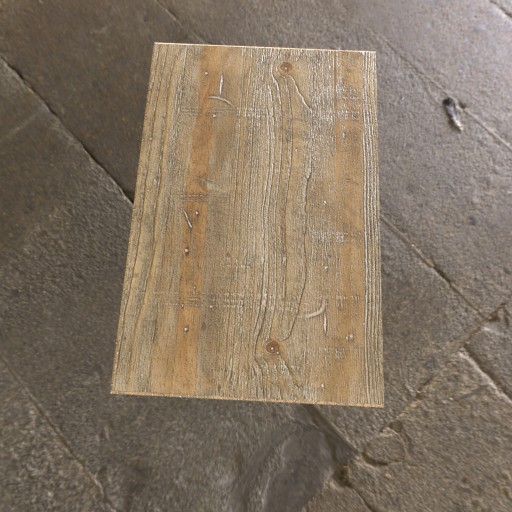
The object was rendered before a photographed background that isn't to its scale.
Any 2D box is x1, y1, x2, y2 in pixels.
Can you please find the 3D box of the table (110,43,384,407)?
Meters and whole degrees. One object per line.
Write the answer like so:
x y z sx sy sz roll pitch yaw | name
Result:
0.000 0.000 1.146 0.457 0.711 0.686 3 75 1 | table
